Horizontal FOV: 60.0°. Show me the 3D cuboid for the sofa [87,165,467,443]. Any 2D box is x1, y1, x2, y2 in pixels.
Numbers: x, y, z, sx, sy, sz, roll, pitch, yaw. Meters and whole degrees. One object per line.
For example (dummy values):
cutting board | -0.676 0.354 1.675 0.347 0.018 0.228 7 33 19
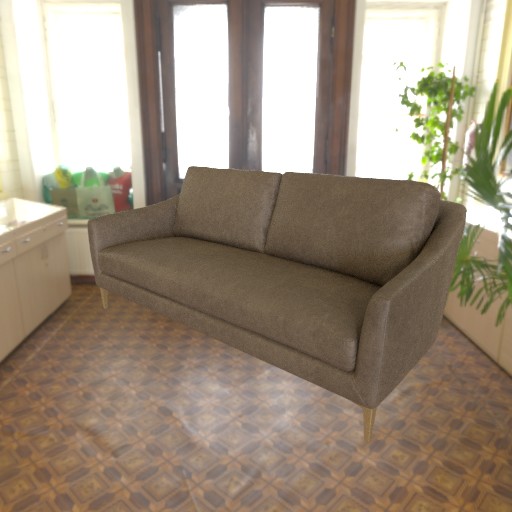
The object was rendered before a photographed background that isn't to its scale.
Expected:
sofa | 0.000 0.000 2.451 2.036 0.902 0.960 14 20 41
